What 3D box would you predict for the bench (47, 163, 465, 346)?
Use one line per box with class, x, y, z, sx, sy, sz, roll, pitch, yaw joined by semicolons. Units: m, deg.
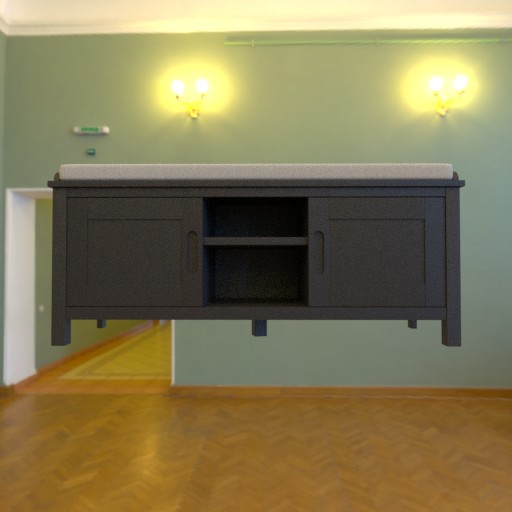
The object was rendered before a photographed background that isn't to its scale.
bench;0.000;0.000;1.404;1.140;0.501;0.398;0;-1;1
